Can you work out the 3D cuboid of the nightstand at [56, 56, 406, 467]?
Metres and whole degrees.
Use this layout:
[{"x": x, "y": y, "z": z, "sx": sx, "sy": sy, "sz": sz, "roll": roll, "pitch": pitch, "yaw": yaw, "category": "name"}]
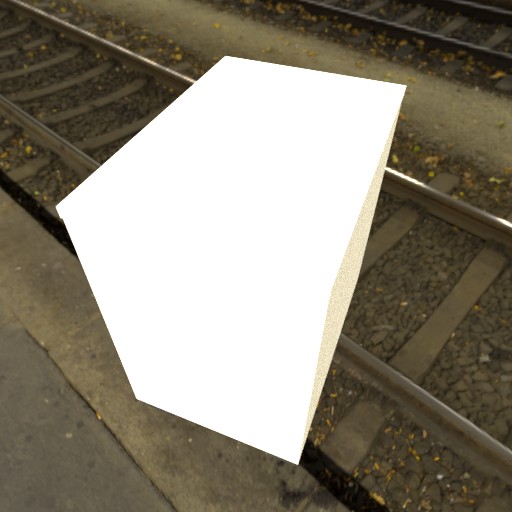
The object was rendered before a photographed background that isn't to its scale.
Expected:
[{"x": 0.000, "y": 0.000, "z": 0.751, "sx": 0.325, "sy": 0.460, "sz": 0.441, "roll": 16, "pitch": 48, "yaw": 15, "category": "nightstand"}]
